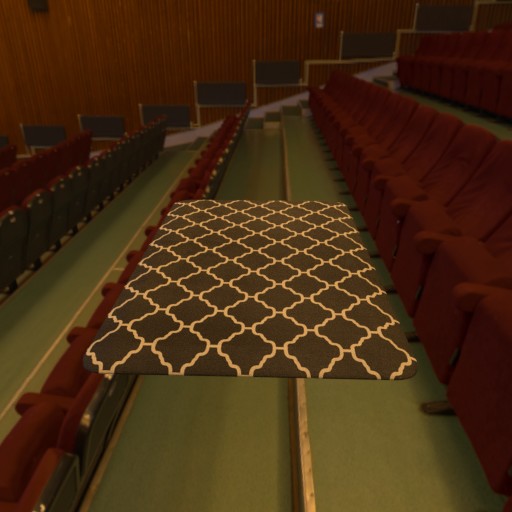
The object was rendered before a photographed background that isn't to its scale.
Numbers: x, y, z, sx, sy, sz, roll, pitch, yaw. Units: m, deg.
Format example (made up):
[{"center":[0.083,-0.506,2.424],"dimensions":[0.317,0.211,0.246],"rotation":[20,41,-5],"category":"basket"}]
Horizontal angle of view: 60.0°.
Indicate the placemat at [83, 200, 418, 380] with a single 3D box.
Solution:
[{"center":[0.000,0.000,0.979],"dimensions":[0.508,0.021,0.762],"rotation":[1,26,2],"category":"placemat"}]
